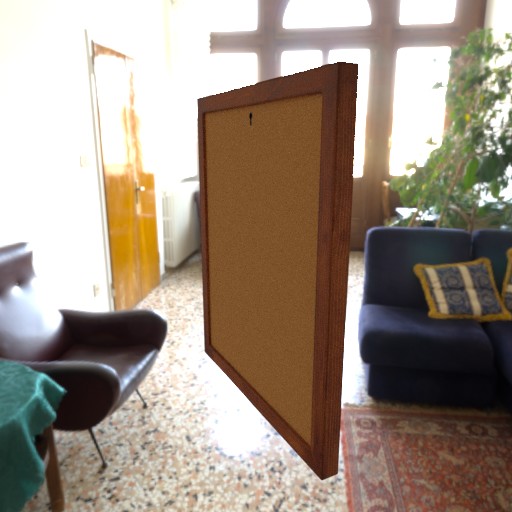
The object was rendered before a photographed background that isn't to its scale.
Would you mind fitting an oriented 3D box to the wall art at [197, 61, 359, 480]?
[{"bbox_3d":[0.000,0.000,0.771,0.030,0.558,0.462,-7,16,-27],"label":"wall art"}]
